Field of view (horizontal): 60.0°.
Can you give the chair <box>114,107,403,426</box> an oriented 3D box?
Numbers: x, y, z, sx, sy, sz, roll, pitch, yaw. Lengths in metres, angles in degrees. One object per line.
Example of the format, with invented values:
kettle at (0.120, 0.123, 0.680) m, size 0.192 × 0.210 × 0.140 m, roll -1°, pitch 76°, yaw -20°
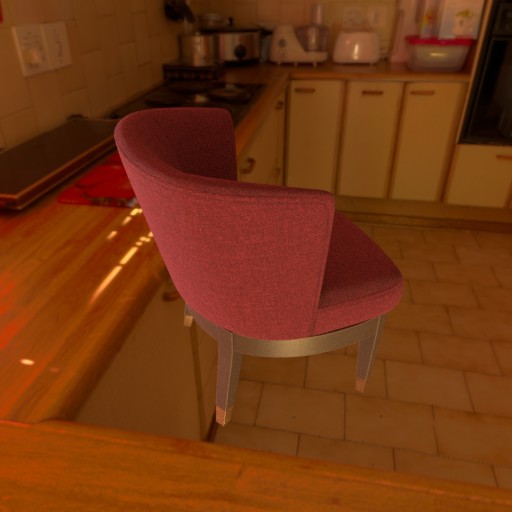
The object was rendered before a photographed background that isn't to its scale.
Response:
chair at (0.000, 0.000, 1.269) m, size 0.660 × 0.760 × 0.700 m, roll -11°, pitch 33°, yaw -17°
